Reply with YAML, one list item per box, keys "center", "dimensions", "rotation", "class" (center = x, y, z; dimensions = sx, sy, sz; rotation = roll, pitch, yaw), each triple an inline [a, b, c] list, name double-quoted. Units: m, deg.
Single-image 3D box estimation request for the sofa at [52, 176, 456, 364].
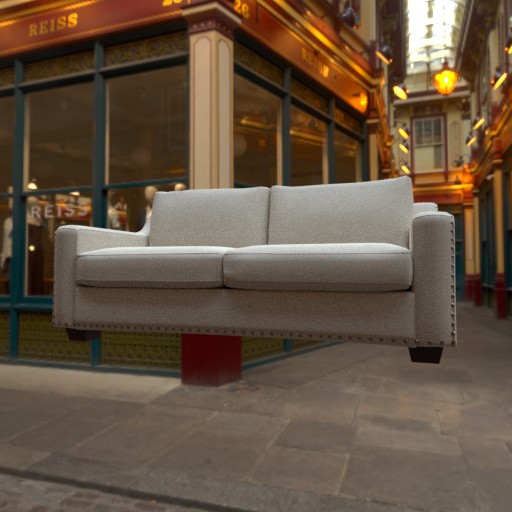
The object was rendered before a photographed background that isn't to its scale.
- center: [0.000, 0.000, 2.676]
  dimensions: [2.107, 0.983, 1.104]
  rotation: [-1, -2, 18]
  class: "sofa"
